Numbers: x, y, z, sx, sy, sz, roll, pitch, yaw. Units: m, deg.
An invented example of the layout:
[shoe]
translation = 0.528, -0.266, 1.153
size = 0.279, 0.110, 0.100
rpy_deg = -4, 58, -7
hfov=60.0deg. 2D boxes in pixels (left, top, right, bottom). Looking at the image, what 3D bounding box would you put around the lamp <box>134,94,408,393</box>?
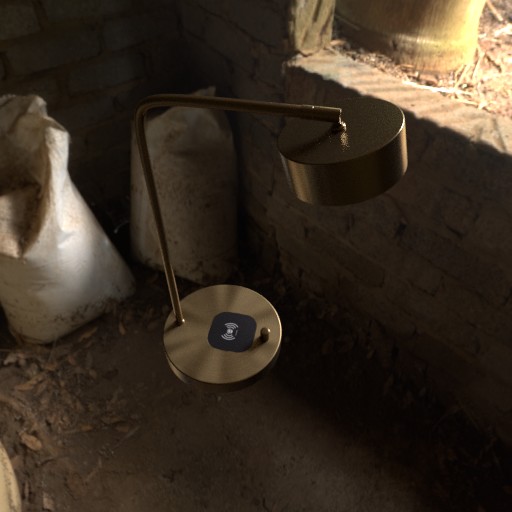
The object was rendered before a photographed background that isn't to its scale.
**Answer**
[lamp]
translation = 0.000, 0.000, 0.513
size = 0.270, 0.380, 0.171
rpy_deg = 9, 47, 9
